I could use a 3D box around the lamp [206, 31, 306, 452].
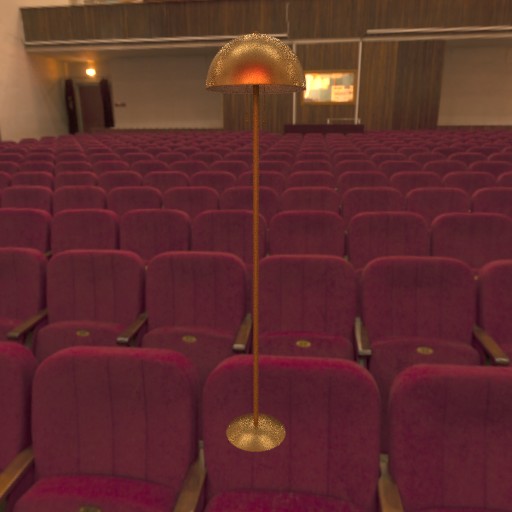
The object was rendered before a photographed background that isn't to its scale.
[{"bbox_3d":[0.000,0.000,1.606,0.328,1.480,0.328,2,16,7],"label":"lamp"}]
